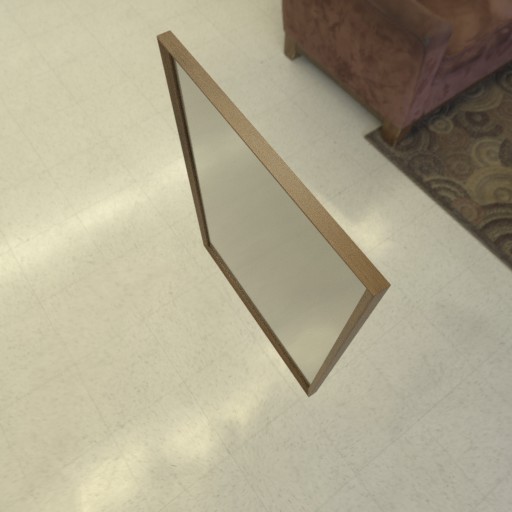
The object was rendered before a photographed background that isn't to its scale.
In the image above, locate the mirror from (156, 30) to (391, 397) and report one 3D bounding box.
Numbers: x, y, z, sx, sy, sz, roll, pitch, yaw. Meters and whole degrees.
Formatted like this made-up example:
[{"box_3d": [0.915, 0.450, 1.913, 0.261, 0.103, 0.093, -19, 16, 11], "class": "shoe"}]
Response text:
[{"box_3d": [0.000, 0.000, 1.326, 0.041, 1.016, 0.762, -31, 67, -14], "class": "mirror"}]
